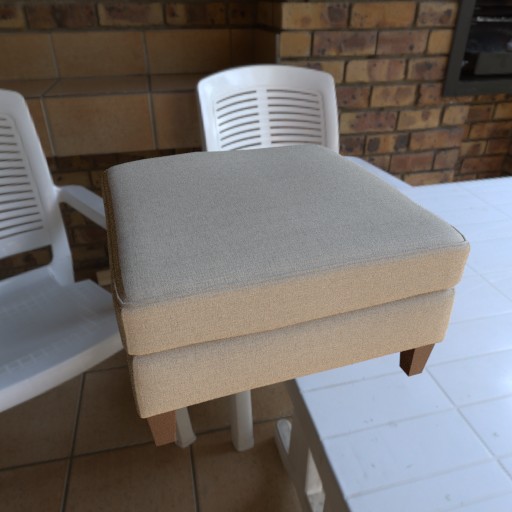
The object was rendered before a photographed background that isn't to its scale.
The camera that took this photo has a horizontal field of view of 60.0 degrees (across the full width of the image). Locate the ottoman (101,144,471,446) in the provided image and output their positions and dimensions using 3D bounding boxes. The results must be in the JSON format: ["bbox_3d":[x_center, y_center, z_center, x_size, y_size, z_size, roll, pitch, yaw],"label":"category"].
[{"bbox_3d":[0.000,0.000,1.368,0.838,0.503,0.838,-10,32,-16],"label":"ottoman"}]
